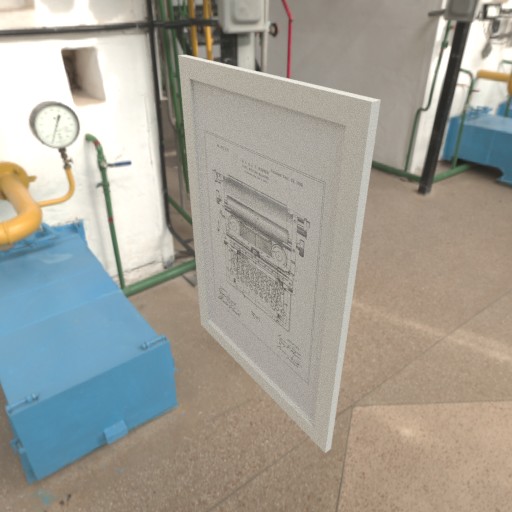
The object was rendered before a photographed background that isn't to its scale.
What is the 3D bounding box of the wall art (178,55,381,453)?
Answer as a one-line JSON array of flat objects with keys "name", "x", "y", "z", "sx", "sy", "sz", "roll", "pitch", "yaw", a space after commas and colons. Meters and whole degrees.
[{"name": "wall art", "x": 0.000, "y": 0.000, "z": 0.687, "sx": 0.013, "sy": 0.533, "sz": 0.381, "roll": -21, "pitch": 38, "yaw": -30}]
